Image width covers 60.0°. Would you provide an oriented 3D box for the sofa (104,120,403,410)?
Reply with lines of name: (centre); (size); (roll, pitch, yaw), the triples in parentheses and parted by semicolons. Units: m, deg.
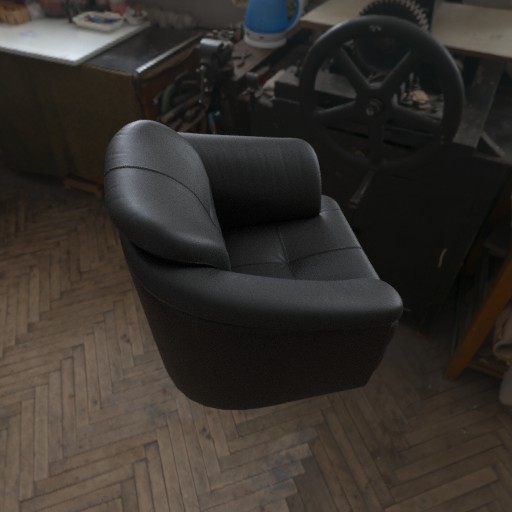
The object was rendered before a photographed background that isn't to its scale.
sofa: (0.000, 0.000, 1.468); (0.794, 0.811, 0.870); (-9, 46, -9)
